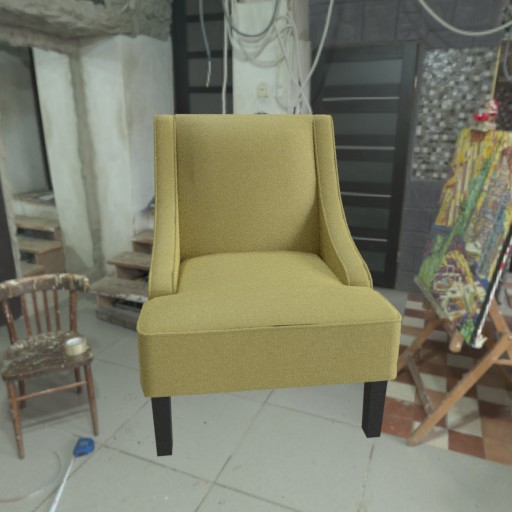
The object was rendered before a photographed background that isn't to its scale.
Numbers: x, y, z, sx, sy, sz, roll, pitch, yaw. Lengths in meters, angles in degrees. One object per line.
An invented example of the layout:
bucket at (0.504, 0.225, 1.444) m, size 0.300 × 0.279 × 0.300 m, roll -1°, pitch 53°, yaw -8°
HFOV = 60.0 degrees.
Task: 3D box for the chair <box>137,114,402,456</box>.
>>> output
chair at (0.000, 0.000, 1.471) m, size 0.696 × 0.896 × 0.814 m, roll -2°, pitch 18°, yaw -7°
